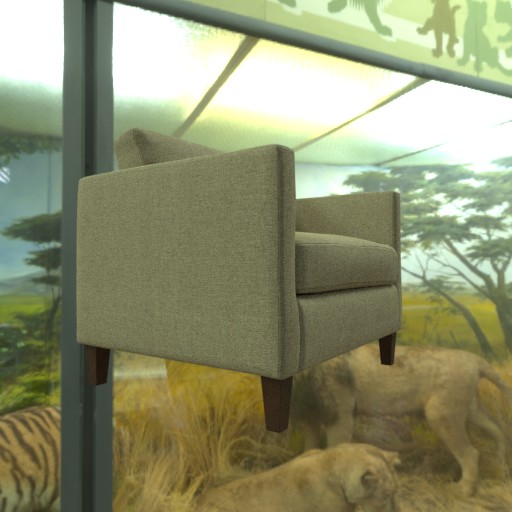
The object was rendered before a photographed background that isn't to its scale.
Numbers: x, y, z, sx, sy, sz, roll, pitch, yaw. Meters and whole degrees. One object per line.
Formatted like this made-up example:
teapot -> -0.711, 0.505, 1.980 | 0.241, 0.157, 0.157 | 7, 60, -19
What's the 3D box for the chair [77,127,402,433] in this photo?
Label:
chair -> 0.000, 0.000, 1.867 | 0.959, 0.987, 1.107 | 0, -1, 35
